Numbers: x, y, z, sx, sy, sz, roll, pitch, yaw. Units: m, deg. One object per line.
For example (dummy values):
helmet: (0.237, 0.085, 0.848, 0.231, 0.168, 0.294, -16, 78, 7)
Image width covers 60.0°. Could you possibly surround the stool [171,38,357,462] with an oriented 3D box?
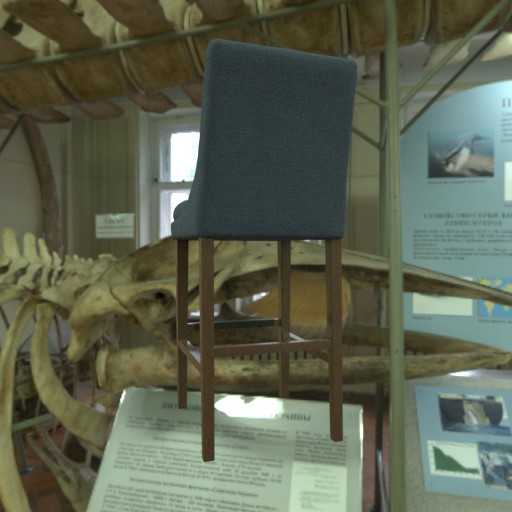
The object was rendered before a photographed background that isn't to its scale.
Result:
stool: (0.000, 0.000, 1.397, 0.470, 1.078, 0.577, 0, 1, -19)
